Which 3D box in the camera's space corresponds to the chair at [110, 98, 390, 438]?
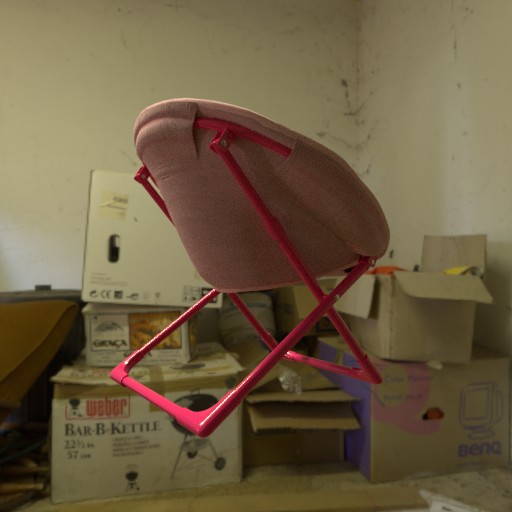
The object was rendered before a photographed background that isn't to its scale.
[{"bbox_3d":[0.000,0.000,0.869,0.459,0.494,0.522,1,-1,-36],"label":"chair"}]
